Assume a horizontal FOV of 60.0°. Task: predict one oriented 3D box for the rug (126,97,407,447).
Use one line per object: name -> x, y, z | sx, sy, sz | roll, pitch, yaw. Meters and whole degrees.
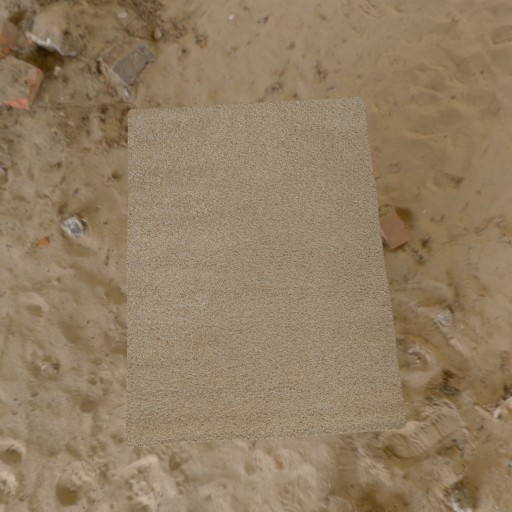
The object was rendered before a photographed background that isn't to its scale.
rug -> 0.000, 0.000, 2.073 | 1.199, 0.025, 1.600 | -3, 76, -1
